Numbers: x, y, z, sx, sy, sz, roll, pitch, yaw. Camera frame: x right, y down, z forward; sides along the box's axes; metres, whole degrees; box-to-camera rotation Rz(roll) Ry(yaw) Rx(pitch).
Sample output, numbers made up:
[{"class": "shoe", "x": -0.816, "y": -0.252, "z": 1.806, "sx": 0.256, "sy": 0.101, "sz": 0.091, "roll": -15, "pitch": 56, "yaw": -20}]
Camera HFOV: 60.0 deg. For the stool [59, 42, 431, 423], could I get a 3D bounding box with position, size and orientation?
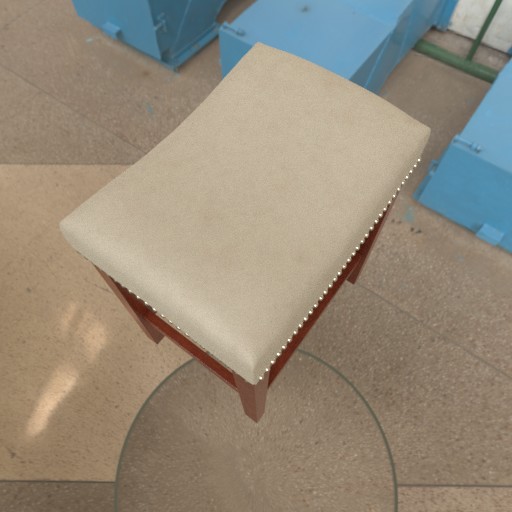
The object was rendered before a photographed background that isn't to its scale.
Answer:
[{"class": "stool", "x": 0.000, "y": 0.000, "z": 0.947, "sx": 0.375, "sy": 0.632, "sz": 0.509, "roll": 34, "pitch": 68, "yaw": 16}]
